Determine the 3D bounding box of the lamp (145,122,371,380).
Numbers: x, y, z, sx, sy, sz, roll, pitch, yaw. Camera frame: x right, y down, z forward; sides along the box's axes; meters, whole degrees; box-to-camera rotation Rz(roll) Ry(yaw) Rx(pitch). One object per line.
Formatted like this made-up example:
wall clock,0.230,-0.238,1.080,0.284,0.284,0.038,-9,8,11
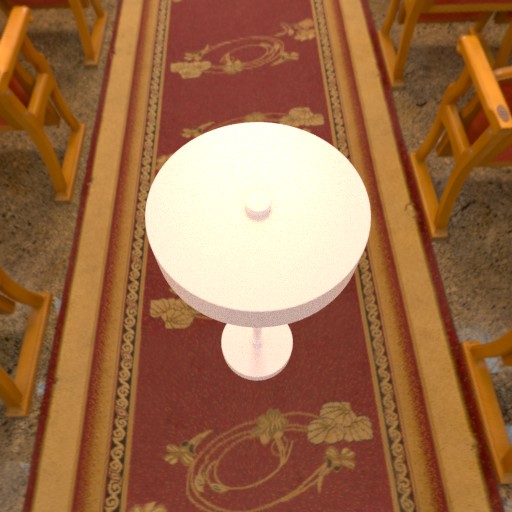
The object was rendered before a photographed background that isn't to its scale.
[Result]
lamp,0.000,0.000,0.701,0.229,0.508,0.369,-2,62,-1
